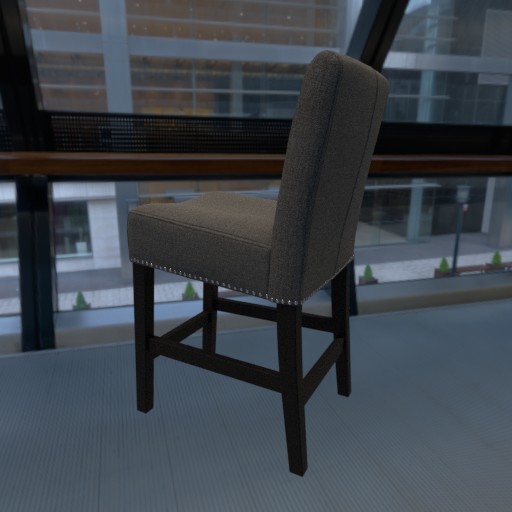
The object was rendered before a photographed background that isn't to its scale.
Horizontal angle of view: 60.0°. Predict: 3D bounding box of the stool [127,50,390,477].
[{"bbox_3d":[0.000,0.000,1.146,0.571,0.885,0.427,8,17,26],"label":"stool"}]
